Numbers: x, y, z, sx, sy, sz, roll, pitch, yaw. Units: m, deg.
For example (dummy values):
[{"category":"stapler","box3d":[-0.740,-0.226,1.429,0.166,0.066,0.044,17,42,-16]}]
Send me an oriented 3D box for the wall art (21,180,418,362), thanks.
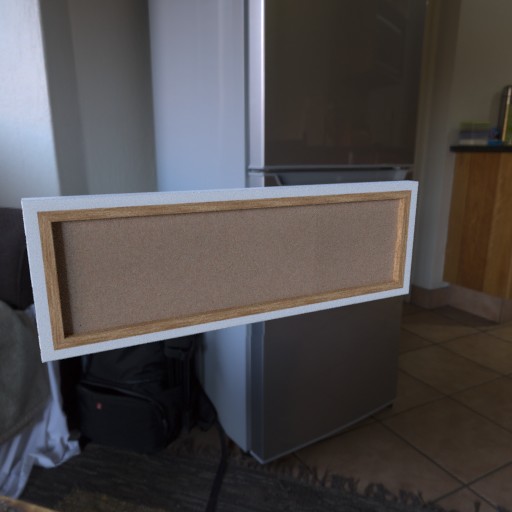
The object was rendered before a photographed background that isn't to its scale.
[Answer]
[{"category":"wall art","box3d":[0.000,0.000,0.845,0.766,0.256,0.036,-7,16,-25]}]
